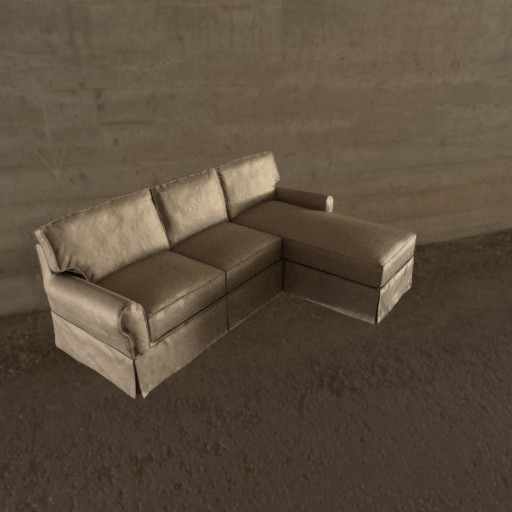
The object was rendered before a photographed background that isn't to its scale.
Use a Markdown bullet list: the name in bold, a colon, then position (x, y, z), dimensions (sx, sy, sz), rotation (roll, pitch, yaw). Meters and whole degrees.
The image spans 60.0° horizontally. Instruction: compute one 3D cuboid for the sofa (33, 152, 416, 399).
- **sofa**: position (0.000, 0.000, 3.311), dimensions (1.733, 0.978, 2.475), rotation (18, 32, 32)
